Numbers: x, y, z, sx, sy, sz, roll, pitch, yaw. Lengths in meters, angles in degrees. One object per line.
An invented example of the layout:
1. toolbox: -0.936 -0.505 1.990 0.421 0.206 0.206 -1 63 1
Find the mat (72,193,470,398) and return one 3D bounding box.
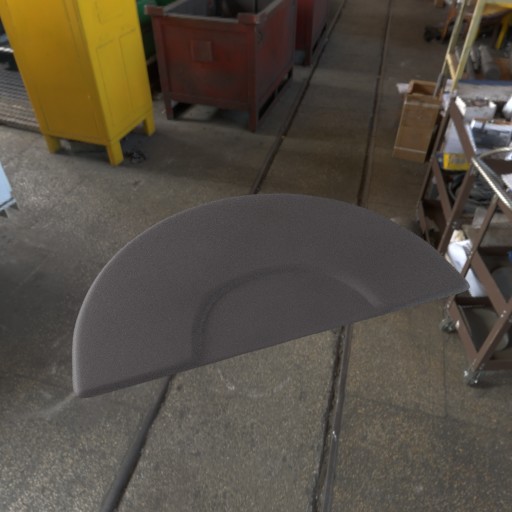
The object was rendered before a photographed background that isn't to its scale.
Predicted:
1. mat: 0.000 0.000 1.894 1.525 0.022 0.917 -13 44 -14
